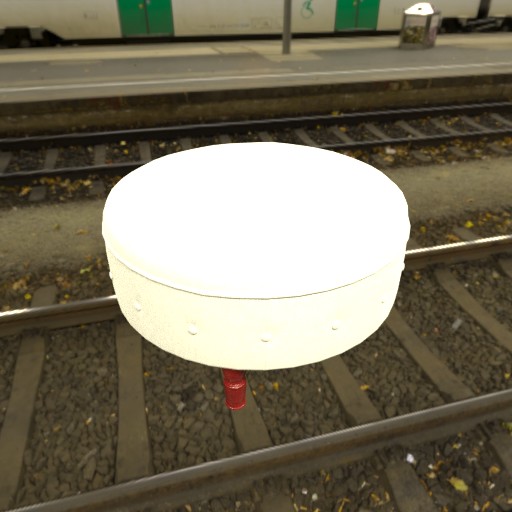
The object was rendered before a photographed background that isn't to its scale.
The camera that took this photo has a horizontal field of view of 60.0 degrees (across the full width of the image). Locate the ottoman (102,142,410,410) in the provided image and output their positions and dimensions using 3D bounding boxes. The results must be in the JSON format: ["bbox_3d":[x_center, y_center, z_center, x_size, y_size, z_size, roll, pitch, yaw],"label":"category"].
[{"bbox_3d":[0.000,0.000,1.360,0.850,0.483,0.850,0,32,0],"label":"ottoman"}]
